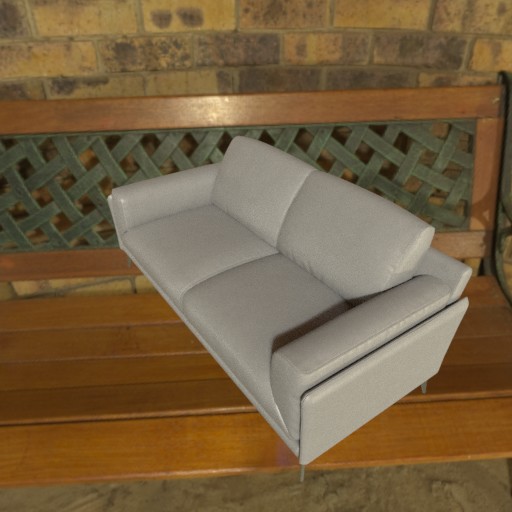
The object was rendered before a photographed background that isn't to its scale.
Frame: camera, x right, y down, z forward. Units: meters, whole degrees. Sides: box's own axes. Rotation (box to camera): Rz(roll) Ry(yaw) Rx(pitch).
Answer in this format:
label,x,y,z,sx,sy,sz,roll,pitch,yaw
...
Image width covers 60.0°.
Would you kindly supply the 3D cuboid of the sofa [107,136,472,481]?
label,x,y,z,sx,sy,sz,roll,pitch,yaw
sofa,0.000,0.000,2.611,1.049,0.930,2.101,-21,38,-29
